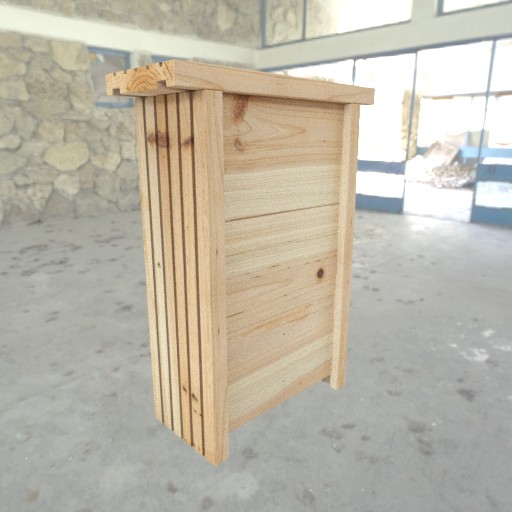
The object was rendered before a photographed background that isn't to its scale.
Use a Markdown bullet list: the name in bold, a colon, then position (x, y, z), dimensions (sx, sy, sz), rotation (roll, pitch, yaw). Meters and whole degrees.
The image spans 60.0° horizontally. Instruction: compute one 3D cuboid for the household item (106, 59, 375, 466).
- **household item**: position (0.000, 0.000, 0.553), dimensions (0.301, 0.407, 0.123), rotation (-14, 20, -42)
